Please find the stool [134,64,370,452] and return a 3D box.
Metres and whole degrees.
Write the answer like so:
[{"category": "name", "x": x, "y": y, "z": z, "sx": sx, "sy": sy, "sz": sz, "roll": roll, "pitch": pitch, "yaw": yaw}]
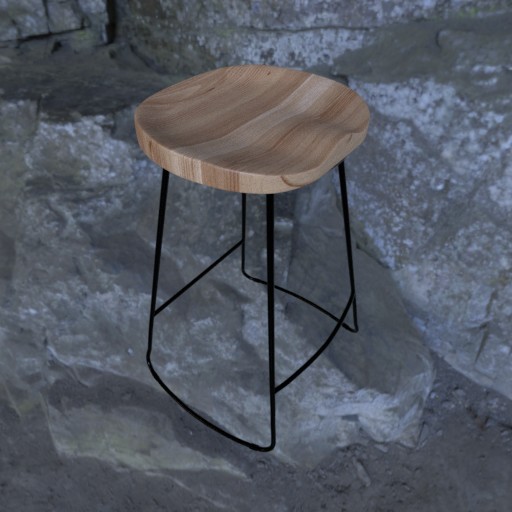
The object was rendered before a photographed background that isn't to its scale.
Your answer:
[{"category": "stool", "x": 0.000, "y": 0.000, "z": 0.964, "sx": 0.401, "sy": 0.679, "sz": 0.480, "roll": 26, "pitch": 47, "yaw": 27}]
